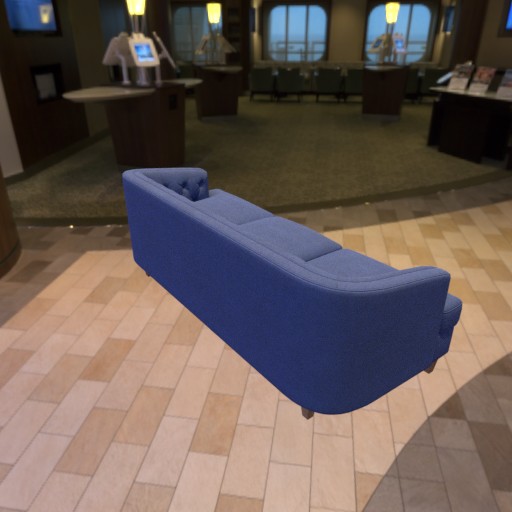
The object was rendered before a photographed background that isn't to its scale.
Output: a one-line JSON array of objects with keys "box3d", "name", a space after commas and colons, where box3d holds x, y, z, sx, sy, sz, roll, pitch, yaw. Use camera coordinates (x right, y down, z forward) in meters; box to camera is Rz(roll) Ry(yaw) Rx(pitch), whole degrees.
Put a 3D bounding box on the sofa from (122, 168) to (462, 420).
[{"box3d": [0.000, 0.000, 2.761, 0.914, 0.787, 2.235, -19, 32, -33], "name": "sofa"}]
